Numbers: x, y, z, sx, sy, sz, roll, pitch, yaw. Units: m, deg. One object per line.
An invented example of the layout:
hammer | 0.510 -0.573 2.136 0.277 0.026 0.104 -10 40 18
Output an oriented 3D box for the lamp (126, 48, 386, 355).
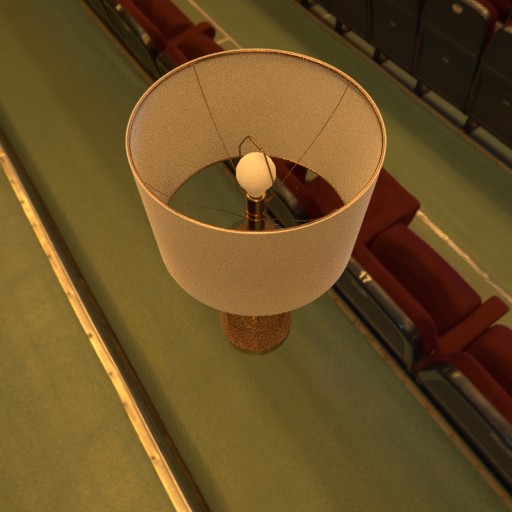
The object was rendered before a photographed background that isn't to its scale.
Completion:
lamp | 0.000 0.000 0.639 0.252 0.483 0.252 -31 63 -17
